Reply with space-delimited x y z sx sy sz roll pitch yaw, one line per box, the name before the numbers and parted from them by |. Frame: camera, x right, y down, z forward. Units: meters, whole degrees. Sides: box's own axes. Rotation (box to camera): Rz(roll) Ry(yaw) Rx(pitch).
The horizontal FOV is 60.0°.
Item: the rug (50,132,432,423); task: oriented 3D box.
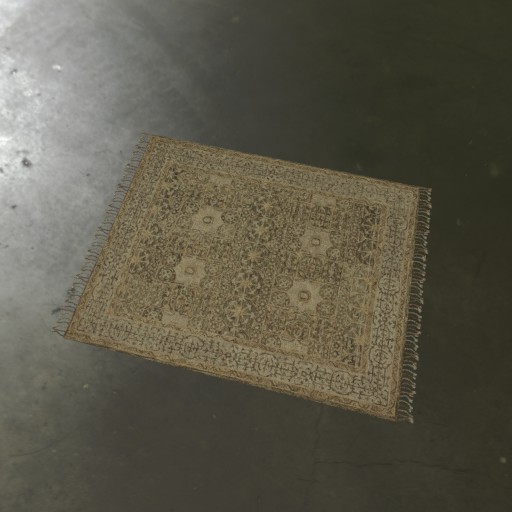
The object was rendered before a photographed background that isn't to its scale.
rug | 0.000 0.000 4.374 3.291 0.017 2.431 12 65 6
